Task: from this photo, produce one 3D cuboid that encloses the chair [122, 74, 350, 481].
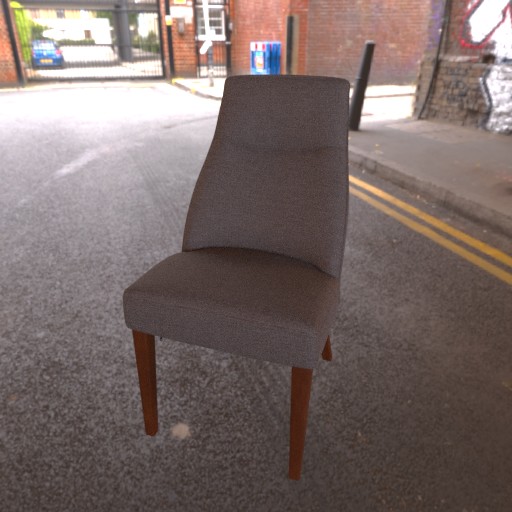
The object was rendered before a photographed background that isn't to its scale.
[{"bbox_3d":[0.000,0.000,1.264,0.500,0.930,0.620,9,27,18],"label":"chair"}]
